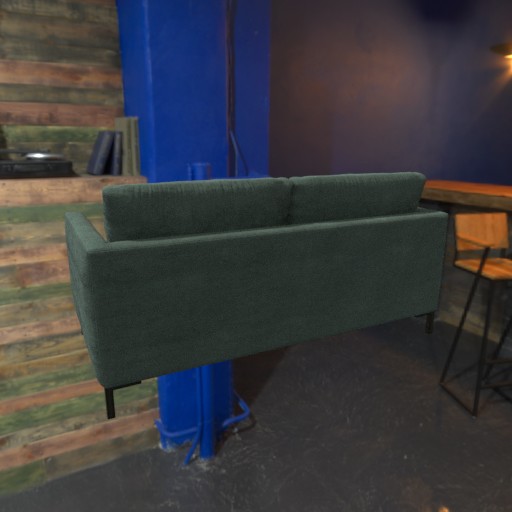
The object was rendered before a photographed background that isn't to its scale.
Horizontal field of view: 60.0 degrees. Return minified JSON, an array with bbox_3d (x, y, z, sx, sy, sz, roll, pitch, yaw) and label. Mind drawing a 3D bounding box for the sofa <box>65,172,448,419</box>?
[{"bbox_3d":[0.000,0.000,2.187,1.676,0.817,0.875,-7,16,-26],"label":"sofa"}]
